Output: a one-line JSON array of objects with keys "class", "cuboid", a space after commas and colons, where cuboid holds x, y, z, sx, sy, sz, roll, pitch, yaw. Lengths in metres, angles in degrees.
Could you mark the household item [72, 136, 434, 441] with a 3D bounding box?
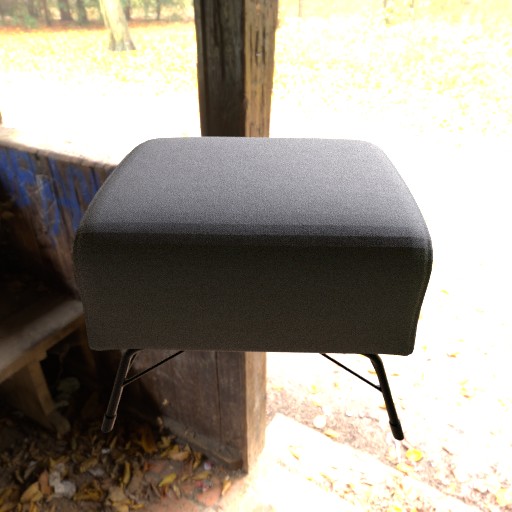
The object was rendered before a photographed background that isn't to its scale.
[{"class": "household item", "cuboid": [0.000, 0.000, 0.887, 0.530, 0.410, 0.530, 1, 32, 2]}]
